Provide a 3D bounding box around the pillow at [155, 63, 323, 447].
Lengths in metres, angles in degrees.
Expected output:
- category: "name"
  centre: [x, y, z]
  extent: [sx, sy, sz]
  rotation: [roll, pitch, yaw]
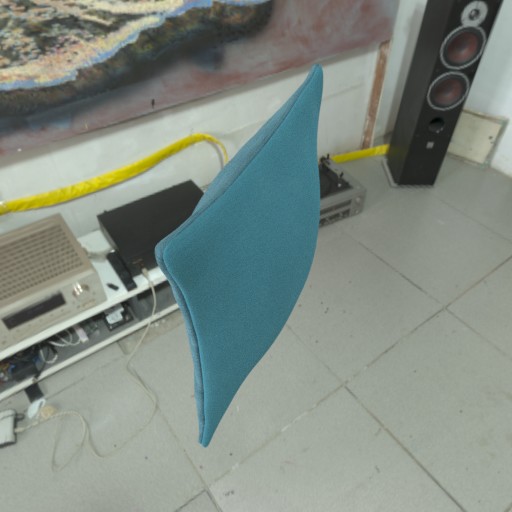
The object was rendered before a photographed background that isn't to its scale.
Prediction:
- category: "pillow"
  centre: [0.000, 0.000, 0.657]
  extent: [0.151, 0.415, 0.433]
  rotation: [18, 48, 17]
